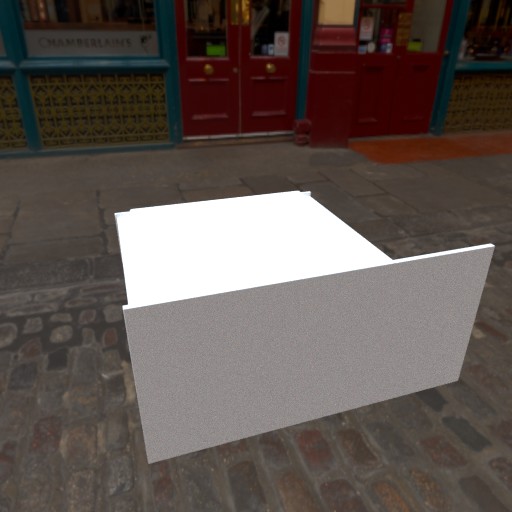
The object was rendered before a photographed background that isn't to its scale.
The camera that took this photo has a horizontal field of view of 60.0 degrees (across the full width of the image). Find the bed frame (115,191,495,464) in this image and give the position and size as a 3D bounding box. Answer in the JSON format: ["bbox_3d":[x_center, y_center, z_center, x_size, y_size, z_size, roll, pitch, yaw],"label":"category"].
[{"bbox_3d":[0.000,0.000,2.782,1.622,0.800,1.960,-9,28,-16],"label":"bed frame"}]
